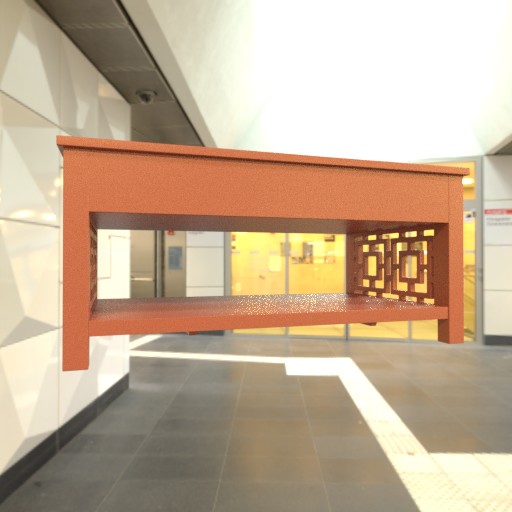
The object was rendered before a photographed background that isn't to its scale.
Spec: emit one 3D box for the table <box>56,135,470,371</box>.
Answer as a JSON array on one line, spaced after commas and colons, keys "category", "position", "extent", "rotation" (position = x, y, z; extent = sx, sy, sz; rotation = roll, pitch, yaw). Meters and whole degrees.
[{"category": "table", "position": [0.000, 0.000, 1.373], "extent": [1.068, 0.493, 0.612], "rotation": [0, -1, -18]}]
